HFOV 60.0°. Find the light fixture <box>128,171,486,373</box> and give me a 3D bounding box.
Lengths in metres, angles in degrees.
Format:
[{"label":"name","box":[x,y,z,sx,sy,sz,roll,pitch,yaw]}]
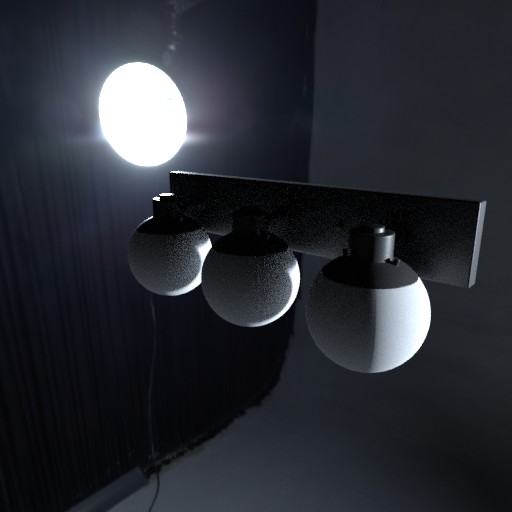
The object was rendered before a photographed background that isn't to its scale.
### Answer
[{"label":"light fixture","box":[0.000,0.000,0.844,0.721,0.263,0.218,14,21,40]}]
